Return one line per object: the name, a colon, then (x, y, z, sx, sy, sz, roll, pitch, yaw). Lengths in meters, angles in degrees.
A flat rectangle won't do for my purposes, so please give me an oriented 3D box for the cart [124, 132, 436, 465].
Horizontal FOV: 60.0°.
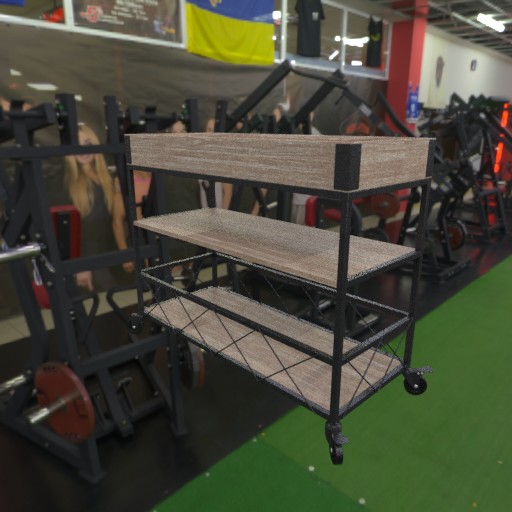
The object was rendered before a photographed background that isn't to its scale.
cart: (0.000, 0.000, 1.505, 0.500, 0.787, 1.101, -16, 23, -42)
